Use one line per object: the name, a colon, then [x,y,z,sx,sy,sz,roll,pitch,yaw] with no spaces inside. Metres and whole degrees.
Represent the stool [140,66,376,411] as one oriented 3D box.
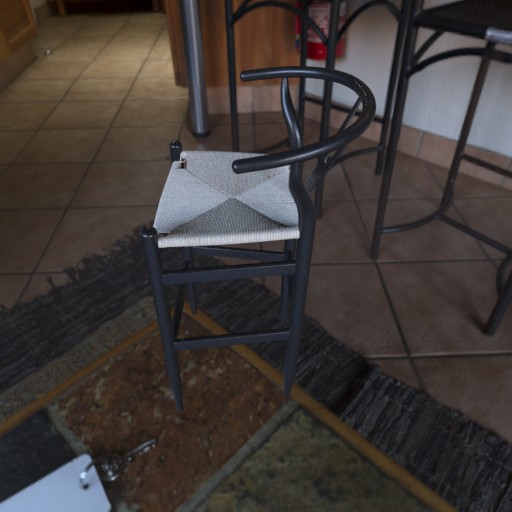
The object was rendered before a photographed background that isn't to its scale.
stool: [0.000,0.000,1.436,0.579,1.072,0.569,0,41,0]
